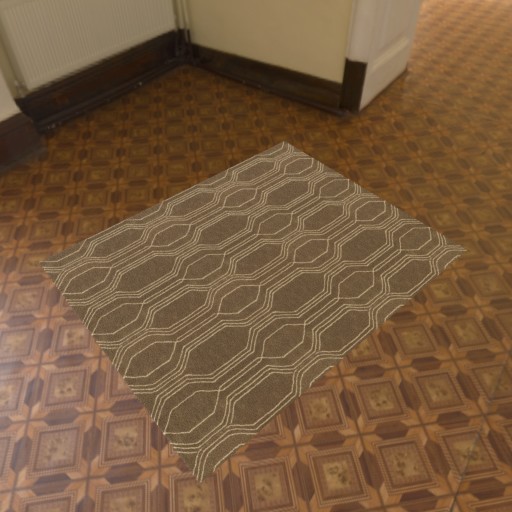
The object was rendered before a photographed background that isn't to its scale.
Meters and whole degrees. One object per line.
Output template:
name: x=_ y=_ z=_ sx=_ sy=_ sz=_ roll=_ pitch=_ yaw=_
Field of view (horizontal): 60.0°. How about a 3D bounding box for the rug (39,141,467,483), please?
rug: x=0.000 y=0.000 z=4.059 sx=3.062 sy=0.012 sz=2.457 roll=-32 pitch=54 yaw=-27
